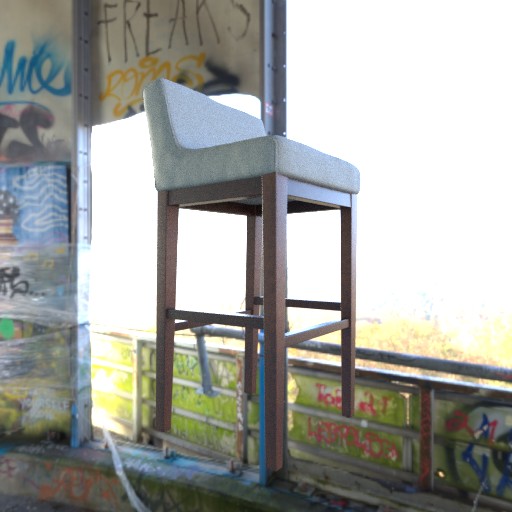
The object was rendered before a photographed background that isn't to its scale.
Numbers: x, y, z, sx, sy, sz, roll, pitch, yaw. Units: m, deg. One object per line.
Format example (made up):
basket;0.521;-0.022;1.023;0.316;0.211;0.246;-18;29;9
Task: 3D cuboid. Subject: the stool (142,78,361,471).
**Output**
stool;0.000;0.000;1.373;0.500;1.037;0.511;0;0;36
